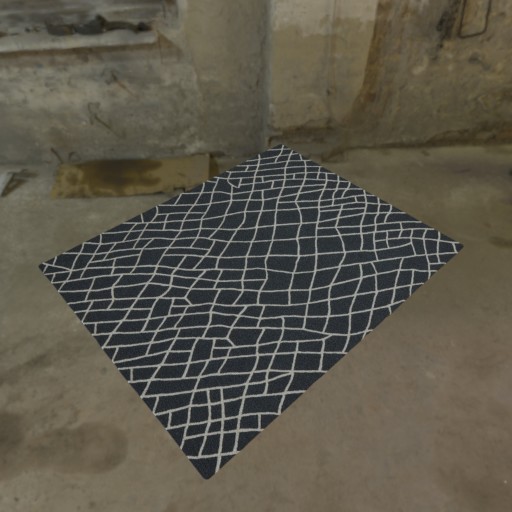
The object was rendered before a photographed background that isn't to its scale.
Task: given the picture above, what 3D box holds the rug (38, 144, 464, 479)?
[{"bbox_3d":[0.000,0.000,4.035,3.047,0.022,2.439,-33,54,-28],"label":"rug"}]
